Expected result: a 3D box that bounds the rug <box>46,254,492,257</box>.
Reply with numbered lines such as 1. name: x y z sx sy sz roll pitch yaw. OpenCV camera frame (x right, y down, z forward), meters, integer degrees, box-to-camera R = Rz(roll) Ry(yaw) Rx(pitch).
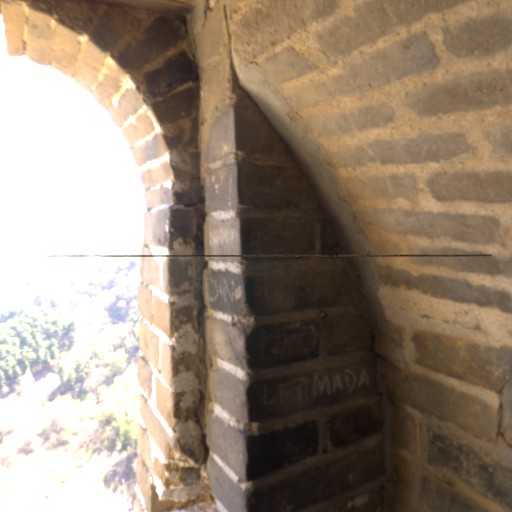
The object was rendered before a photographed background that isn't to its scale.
1. rug: 0.000 0.000 2.691 2.437 0.008 0.774 0 0 17
